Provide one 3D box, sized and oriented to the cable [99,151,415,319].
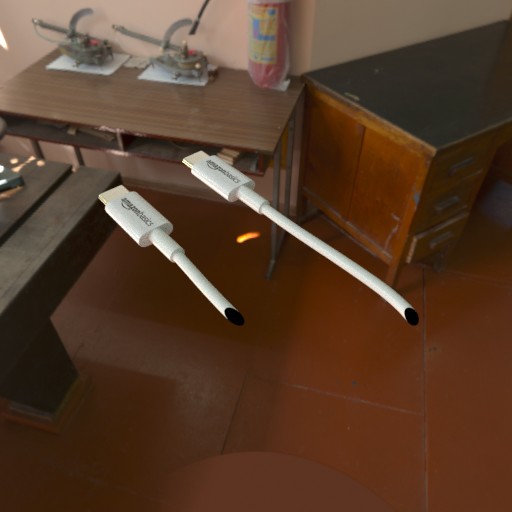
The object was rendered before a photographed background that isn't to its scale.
[{"bbox_3d":[0.000,0.000,0.114,0.041,0.005,0.098,-31,53,-28],"label":"cable"}]
